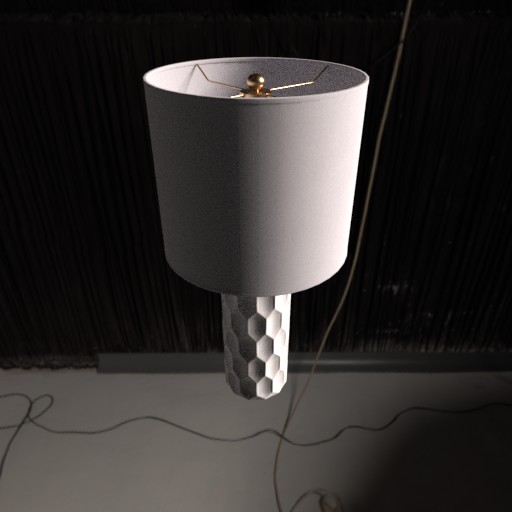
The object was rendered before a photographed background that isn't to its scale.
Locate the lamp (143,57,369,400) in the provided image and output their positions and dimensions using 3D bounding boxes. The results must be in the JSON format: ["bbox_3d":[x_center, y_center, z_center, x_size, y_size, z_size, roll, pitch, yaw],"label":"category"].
[{"bbox_3d":[0.000,0.000,0.695,0.277,0.537,0.277,-1,32,-1],"label":"lamp"}]
